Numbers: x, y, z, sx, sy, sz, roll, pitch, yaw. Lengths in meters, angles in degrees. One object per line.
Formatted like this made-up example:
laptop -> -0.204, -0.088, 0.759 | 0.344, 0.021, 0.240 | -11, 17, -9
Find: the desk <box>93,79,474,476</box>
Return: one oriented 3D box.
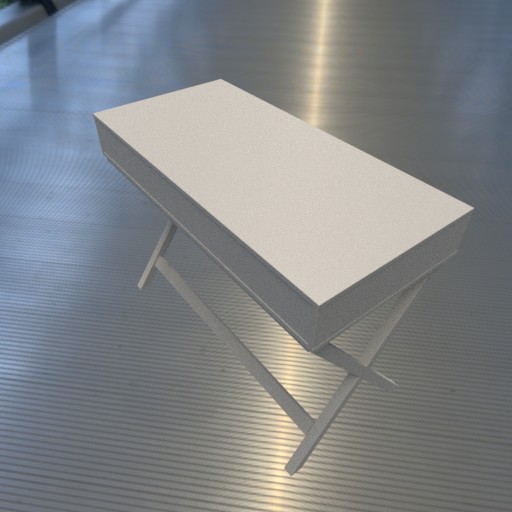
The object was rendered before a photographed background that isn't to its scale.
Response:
desk -> 0.000, 0.000, 1.505 | 0.525, 0.780, 1.057 | -27, 48, -27
